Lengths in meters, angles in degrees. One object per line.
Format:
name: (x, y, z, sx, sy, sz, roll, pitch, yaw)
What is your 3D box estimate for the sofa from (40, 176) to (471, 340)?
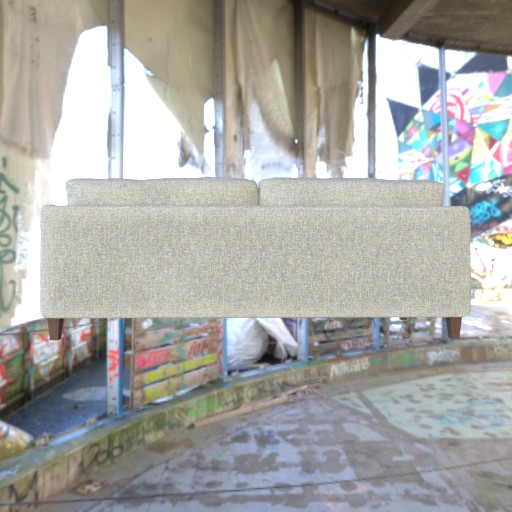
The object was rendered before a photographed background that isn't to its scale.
sofa: (0.000, 0.000, 2.926, 2.434, 0.951, 0.948, 0, -1, -1)
